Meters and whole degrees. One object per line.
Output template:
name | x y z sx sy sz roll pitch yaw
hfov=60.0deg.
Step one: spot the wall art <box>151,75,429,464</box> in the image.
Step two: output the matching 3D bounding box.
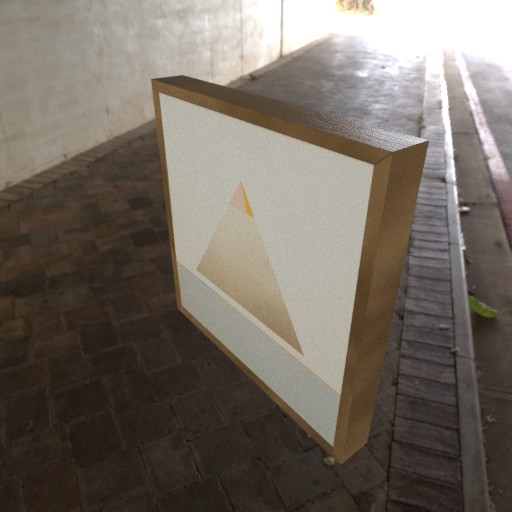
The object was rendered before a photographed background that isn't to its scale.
wall art | 0.000 0.000 0.452 0.038 0.303 0.305 -23 38 -32
